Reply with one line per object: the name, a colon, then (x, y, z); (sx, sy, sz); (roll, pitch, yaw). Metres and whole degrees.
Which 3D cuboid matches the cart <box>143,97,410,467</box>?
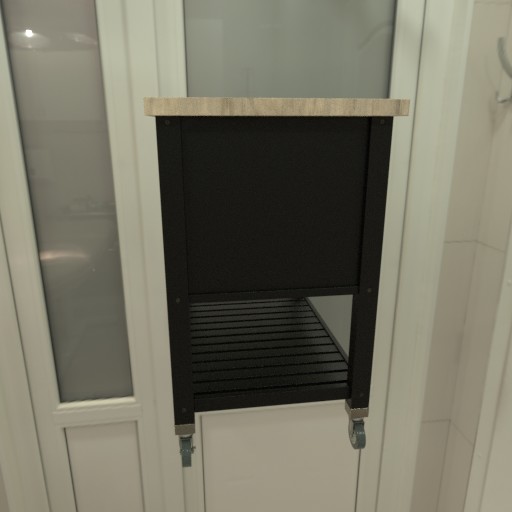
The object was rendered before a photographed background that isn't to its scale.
cart: (0.000, 0.000, 1.425); (0.567, 0.920, 0.797); (-2, 17, -8)
